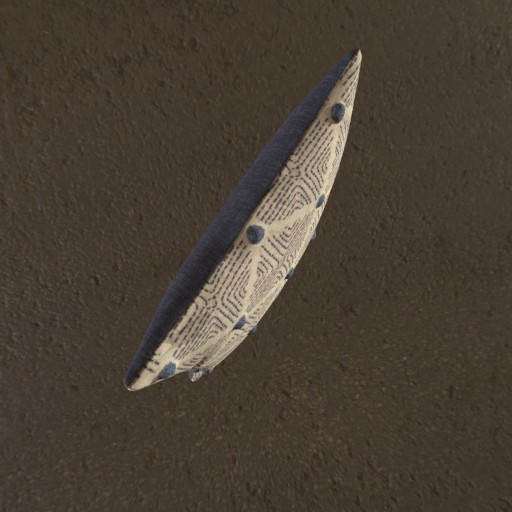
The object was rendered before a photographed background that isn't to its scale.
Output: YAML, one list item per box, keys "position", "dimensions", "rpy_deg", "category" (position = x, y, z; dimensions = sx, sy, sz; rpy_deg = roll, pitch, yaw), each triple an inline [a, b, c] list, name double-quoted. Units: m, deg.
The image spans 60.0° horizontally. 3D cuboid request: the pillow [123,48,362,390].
- position: [0.000, 0.000, 0.767]
  dimensions: [0.145, 0.510, 0.510]
  rpy_deg: [32, 78, 8]
  category: "pillow"
